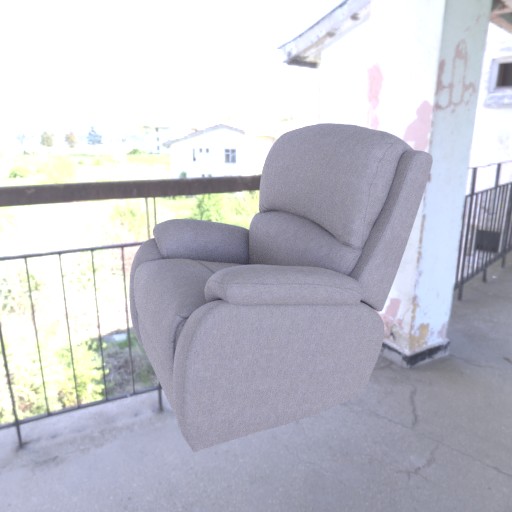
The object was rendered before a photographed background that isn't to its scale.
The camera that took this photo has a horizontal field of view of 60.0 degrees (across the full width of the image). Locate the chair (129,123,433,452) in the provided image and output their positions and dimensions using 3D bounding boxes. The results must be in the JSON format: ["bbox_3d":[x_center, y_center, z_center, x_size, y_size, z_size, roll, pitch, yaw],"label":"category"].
[{"bbox_3d":[0.000,0.000,1.752,0.899,1.011,0.930,-7,17,-24],"label":"chair"}]
